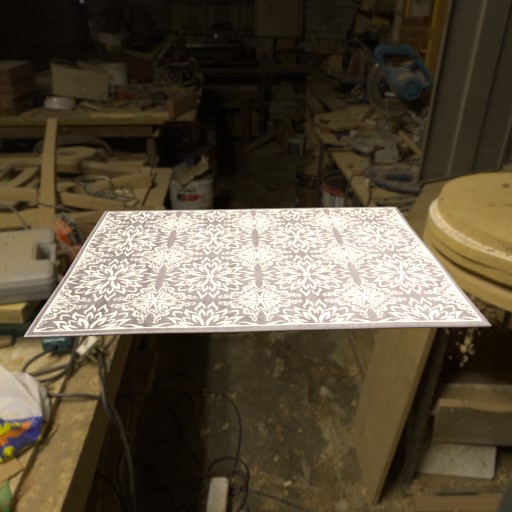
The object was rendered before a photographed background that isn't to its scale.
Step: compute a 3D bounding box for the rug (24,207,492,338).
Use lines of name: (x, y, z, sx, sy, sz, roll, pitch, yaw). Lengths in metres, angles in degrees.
rug: (0.000, 0.000, 2.279, 1.847, 0.012, 1.224, -1, 29, -2)
